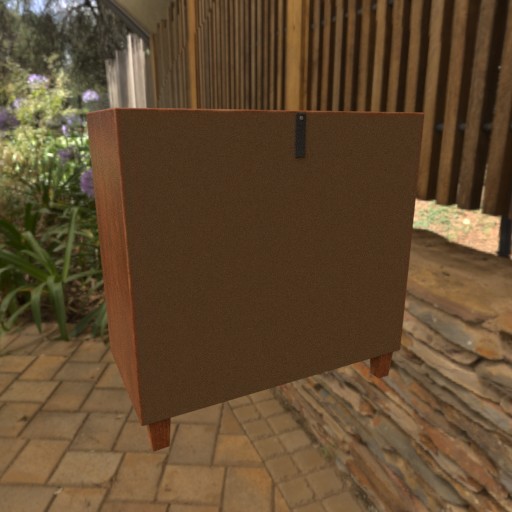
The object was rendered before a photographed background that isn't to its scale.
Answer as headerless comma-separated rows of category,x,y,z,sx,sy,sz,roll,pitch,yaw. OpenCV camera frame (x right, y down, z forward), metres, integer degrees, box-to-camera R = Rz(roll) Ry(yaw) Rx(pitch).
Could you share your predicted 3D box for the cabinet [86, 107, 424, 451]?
cabinet,0.000,0.000,1.276,0.796,0.785,0.412,-8,18,-26
